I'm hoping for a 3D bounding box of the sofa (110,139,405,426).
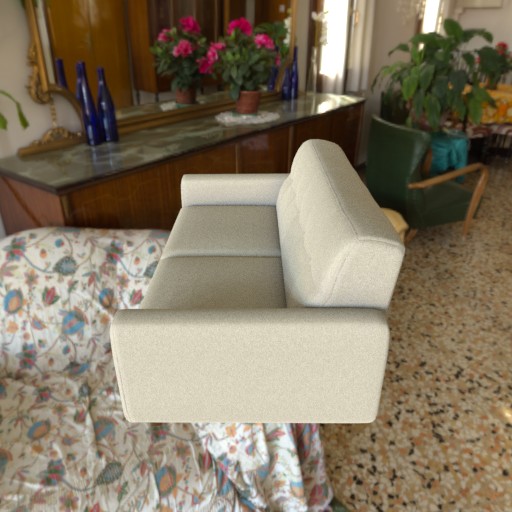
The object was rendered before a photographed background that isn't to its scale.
[{"bbox_3d":[0.000,0.000,2.229,0.980,0.892,1.655,0,28,0],"label":"sofa"}]
